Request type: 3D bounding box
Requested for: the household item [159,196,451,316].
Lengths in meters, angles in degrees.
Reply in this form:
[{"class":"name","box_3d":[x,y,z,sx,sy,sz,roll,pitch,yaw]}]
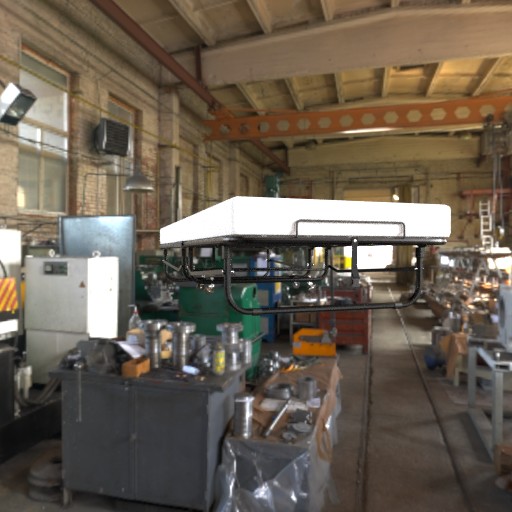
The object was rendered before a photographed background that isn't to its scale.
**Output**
[{"class":"household item","box_3d":[0.000,0.000,2.219,0.787,0.356,1.905,0,1,-18]}]
